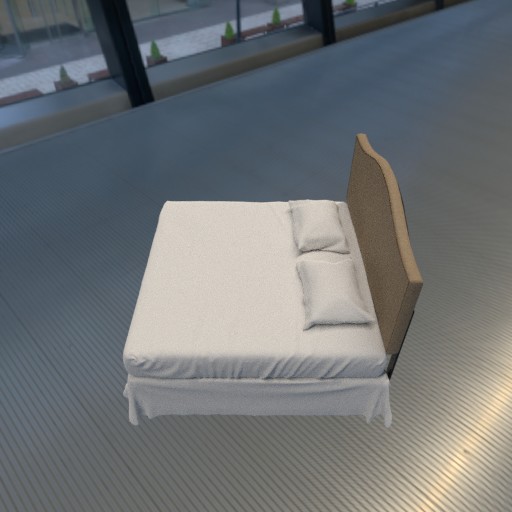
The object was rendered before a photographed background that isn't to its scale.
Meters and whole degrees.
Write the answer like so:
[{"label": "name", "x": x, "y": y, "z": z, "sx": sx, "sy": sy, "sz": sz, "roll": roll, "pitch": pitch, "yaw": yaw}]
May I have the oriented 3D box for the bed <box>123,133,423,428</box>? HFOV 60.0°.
[{"label": "bed", "x": 0.000, "y": 0.000, "z": 3.841, "sx": 2.222, "sy": 1.651, "sz": 2.311, "roll": 0, "pitch": 42, "yaw": 0}]
